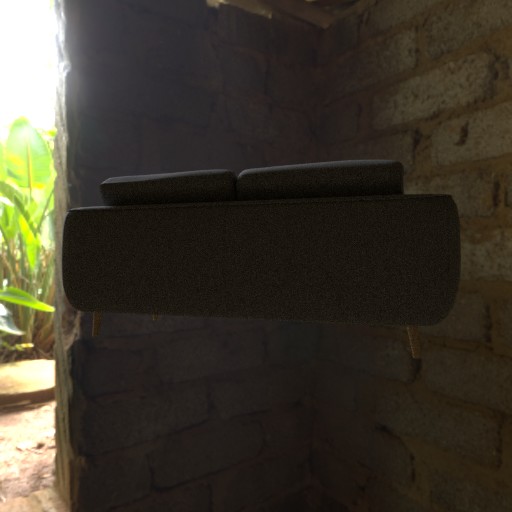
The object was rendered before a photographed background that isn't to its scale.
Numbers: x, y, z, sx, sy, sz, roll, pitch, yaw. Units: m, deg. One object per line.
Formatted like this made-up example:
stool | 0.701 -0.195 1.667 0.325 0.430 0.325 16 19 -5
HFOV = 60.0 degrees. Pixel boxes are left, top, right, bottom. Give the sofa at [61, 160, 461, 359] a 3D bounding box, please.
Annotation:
sofa | 0.000 0.000 2.438 2.000 0.870 0.920 0 0 18
